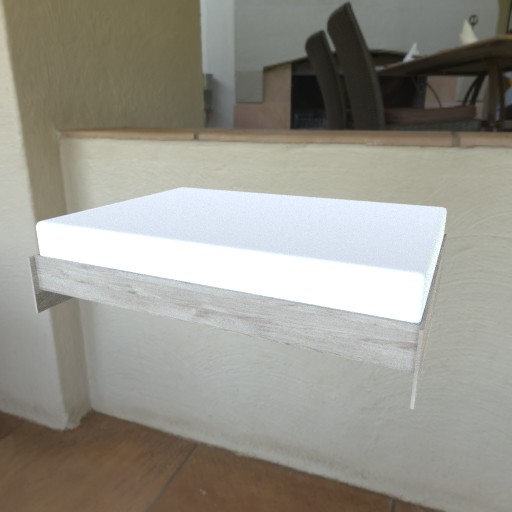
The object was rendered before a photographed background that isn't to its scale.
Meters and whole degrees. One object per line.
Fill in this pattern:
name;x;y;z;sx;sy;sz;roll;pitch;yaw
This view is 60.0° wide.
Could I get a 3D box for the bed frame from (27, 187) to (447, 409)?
bed frame;0.000;0.000;2.551;1.945;0.497;1.445;8;19;24
